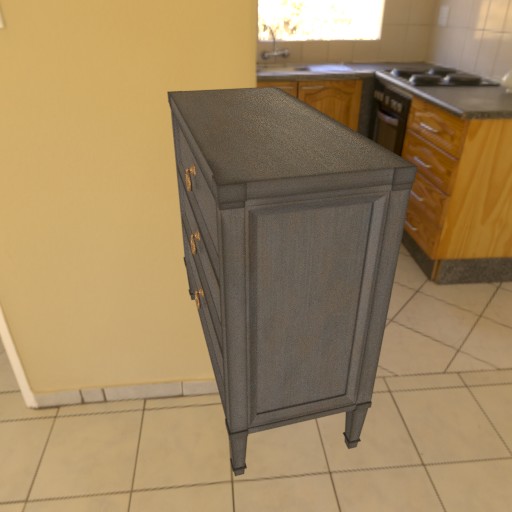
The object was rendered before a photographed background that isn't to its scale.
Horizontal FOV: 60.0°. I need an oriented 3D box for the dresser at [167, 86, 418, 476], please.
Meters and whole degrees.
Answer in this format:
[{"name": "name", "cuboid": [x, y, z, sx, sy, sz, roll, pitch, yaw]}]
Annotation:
[{"name": "dresser", "cuboid": [0.000, 0.000, 1.621, 0.463, 0.986, 1.049, -8, 31, -13]}]
